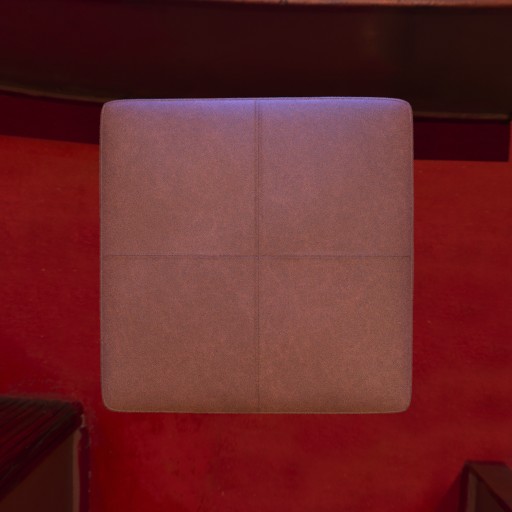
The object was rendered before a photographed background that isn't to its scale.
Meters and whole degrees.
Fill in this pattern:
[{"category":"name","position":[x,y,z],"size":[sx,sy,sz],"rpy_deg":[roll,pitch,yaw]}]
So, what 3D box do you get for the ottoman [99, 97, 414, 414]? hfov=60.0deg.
[{"category":"ottoman","position":[0.000,0.000,1.769],"size":[1.168,0.490,1.168],"rpy_deg":[0,91,1]}]
